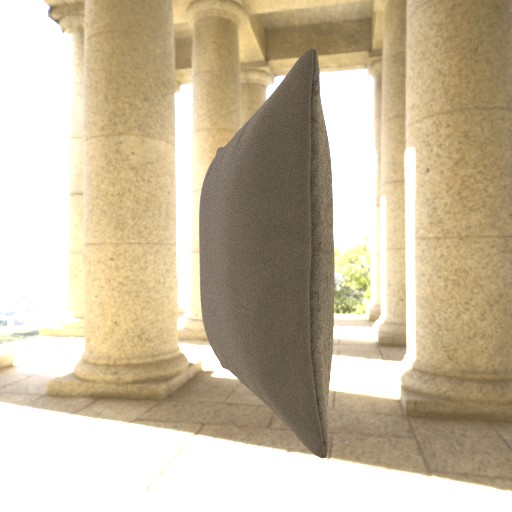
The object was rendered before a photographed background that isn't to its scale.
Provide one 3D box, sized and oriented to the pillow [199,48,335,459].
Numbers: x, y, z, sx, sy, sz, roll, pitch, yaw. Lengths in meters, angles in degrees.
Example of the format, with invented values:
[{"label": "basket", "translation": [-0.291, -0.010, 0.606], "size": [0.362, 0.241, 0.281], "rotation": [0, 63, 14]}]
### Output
[{"label": "pillow", "translation": [0.000, 0.000, 0.785], "size": [0.166, 0.510, 0.523], "rotation": [0, -1, -17]}]
